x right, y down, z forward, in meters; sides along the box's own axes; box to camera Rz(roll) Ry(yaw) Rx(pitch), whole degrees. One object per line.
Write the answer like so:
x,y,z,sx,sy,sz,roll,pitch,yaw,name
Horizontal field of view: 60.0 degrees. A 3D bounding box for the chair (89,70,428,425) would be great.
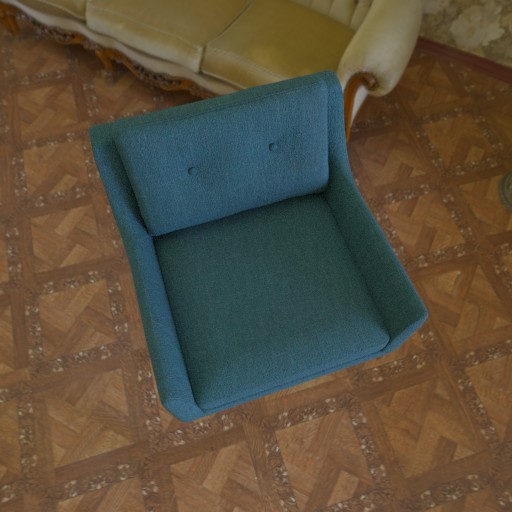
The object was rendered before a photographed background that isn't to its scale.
0.000,0.000,1.540,0.847,0.828,0.849,-16,65,-8,chair
